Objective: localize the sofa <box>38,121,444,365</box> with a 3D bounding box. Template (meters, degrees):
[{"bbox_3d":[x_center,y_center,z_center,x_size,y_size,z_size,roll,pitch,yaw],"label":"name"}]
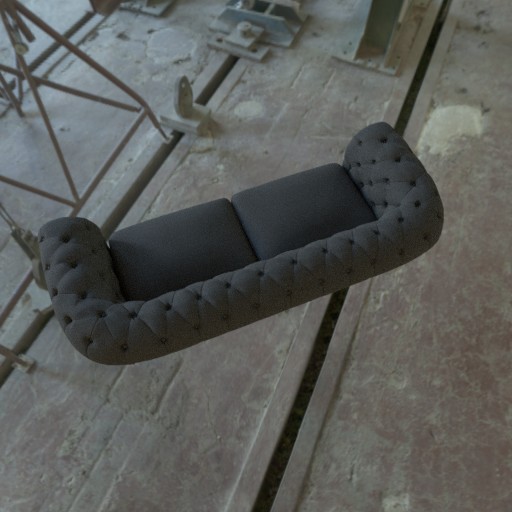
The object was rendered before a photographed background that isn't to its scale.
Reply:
[{"bbox_3d":[0.000,0.000,2.791,2.362,0.762,0.991,-19,60,-12],"label":"sofa"}]
